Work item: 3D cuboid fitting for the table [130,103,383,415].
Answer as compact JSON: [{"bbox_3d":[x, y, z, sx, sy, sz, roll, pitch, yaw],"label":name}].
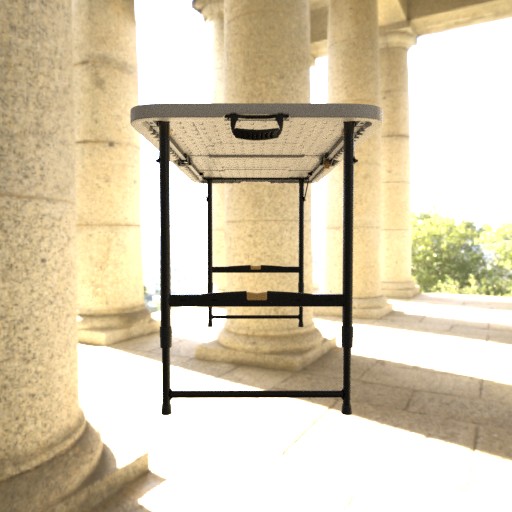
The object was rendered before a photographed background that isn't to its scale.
[{"bbox_3d":[0.000,0.000,1.606,0.611,0.737,1.245,0,2,0],"label":"table"}]
